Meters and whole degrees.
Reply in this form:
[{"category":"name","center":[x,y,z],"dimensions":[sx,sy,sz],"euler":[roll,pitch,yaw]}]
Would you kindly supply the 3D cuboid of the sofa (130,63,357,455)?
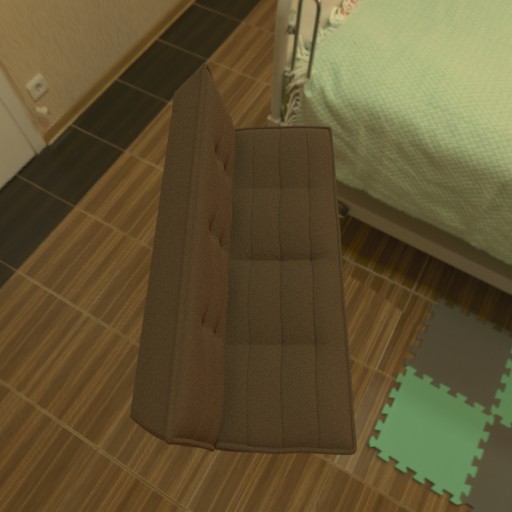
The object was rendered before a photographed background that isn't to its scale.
[{"category":"sofa","center":[0.000,0.000,2.387],"dimensions":[0.950,0.890,1.940],"euler":[1,63,0]}]
